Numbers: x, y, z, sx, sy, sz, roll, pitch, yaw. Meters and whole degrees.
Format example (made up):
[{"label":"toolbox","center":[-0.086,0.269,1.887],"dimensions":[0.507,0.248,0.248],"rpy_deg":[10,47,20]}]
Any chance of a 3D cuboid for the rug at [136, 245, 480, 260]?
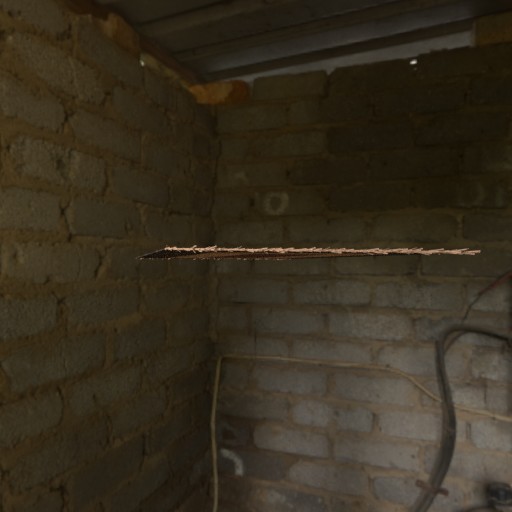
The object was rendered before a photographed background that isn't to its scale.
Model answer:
[{"label":"rug","center":[0.000,0.000,2.508],"dimensions":[1.224,0.027,2.021],"rpy_deg":[0,-1,-18]}]
